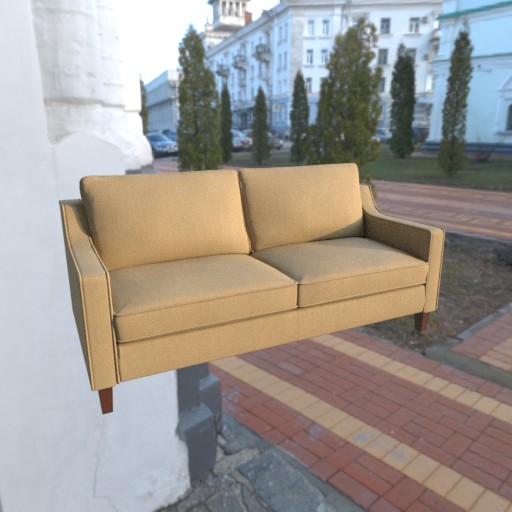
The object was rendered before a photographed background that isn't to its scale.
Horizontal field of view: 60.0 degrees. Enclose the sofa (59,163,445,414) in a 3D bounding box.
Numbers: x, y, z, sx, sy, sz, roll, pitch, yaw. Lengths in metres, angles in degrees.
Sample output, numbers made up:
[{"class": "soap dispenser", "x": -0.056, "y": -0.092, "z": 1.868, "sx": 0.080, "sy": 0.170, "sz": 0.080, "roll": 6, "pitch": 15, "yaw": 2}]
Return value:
[{"class": "sofa", "x": 0.000, "y": 0.000, "z": 2.817, "sx": 2.178, "sy": 1.071, "sz": 1.066, "roll": -8, "pitch": 17, "yaw": -25}]
